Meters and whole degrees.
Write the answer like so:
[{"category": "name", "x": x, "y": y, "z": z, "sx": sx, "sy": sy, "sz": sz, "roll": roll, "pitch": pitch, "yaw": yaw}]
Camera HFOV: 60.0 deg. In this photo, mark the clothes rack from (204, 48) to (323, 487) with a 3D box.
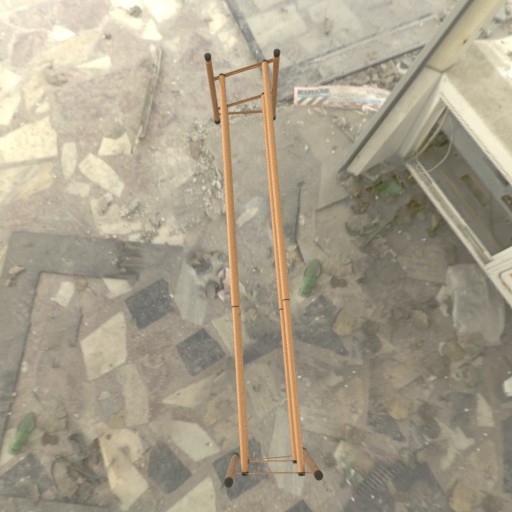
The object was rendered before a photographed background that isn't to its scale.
[{"category": "clothes rack", "x": 0.000, "y": 0.000, "z": 1.320, "sx": 0.229, "sy": 0.349, "sz": 1.168, "roll": -4, "pitch": 75, "yaw": -1}]
